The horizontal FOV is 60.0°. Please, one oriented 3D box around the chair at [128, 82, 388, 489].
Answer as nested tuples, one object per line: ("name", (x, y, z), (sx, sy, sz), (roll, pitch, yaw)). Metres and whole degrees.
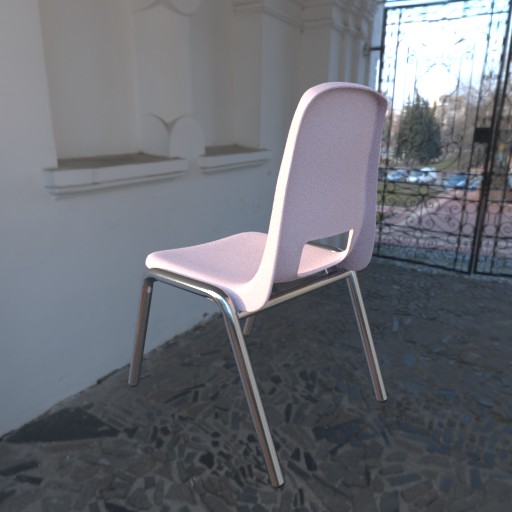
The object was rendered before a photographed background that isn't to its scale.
("chair", (0.000, 0.000, 0.835), (0.354, 0.586, 0.423), (-15, 22, -43))
